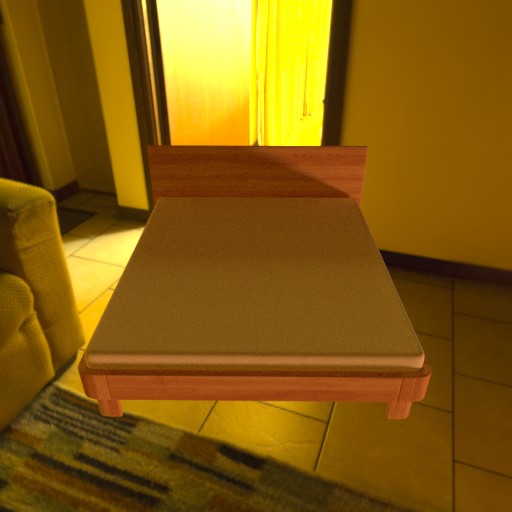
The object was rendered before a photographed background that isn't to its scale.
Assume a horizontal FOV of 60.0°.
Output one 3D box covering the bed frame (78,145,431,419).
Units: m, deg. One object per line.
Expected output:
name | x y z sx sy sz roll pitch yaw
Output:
bed frame | 0.000 0.000 3.132 1.872 0.940 2.092 0 31 1
